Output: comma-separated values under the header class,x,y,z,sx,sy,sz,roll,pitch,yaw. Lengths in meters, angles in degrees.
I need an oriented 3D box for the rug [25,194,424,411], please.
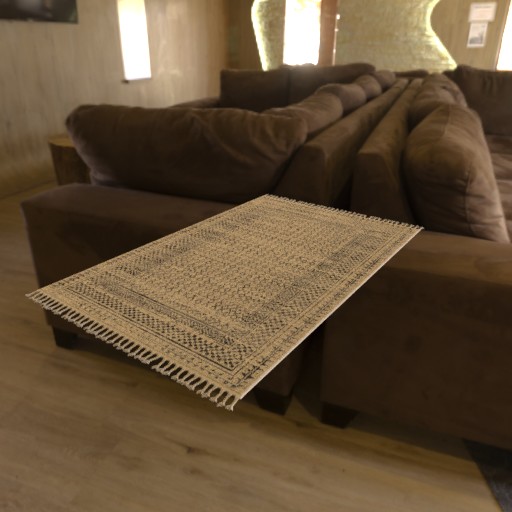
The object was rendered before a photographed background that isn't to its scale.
class,x,y,z,sx,sy,sz,roll,pitch,yaw
rug,0.000,0.000,3.057,1.548,0.013,2.486,17,30,32
